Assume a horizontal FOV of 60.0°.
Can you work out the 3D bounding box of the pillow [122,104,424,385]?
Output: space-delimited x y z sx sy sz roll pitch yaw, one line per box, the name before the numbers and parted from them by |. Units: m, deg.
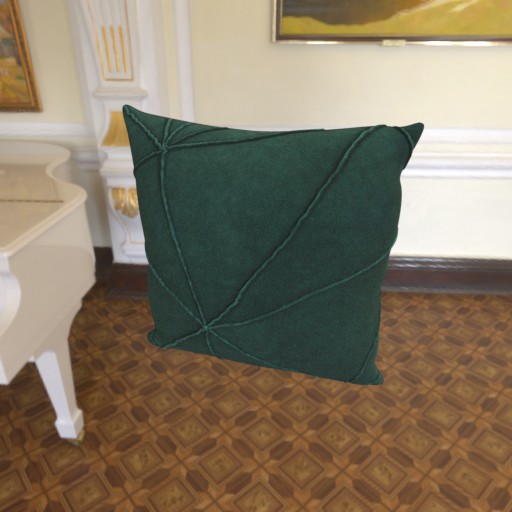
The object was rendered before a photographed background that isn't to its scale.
pillow | 0.000 0.000 0.698 0.439 0.440 0.184 7 27 15
